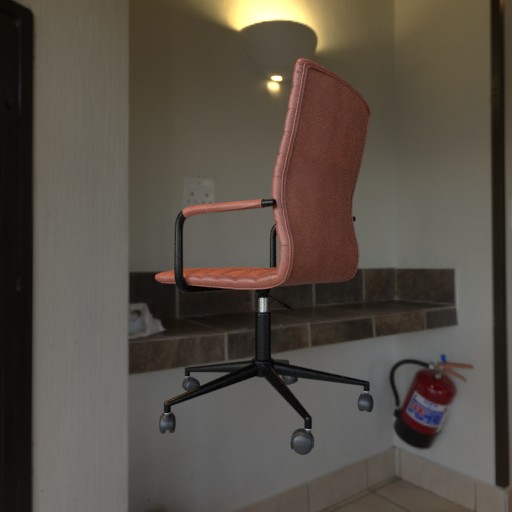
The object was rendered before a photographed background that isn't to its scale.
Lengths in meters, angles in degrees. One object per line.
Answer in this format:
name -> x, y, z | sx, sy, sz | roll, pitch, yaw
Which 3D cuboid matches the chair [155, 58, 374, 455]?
chair -> 0.000, 0.000, 1.279 | 0.578, 0.878, 0.600 | -1, -1, 35
